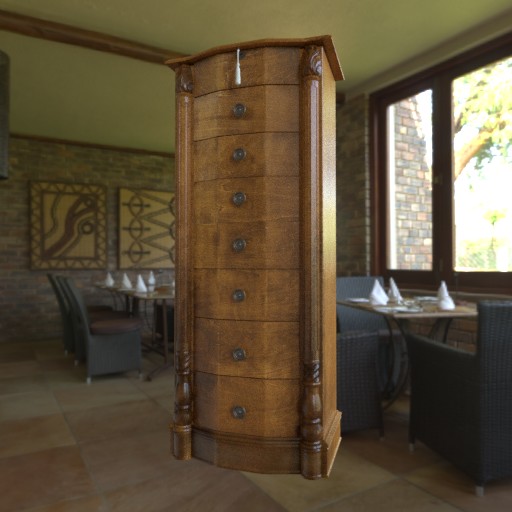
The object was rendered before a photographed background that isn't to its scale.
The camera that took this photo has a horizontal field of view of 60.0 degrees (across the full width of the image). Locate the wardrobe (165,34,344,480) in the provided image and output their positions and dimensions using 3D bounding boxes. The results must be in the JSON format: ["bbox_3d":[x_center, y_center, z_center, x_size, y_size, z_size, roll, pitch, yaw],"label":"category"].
[{"bbox_3d":[0.000,0.000,1.104,0.406,0.959,0.273,0,-1,18],"label":"wardrobe"}]
